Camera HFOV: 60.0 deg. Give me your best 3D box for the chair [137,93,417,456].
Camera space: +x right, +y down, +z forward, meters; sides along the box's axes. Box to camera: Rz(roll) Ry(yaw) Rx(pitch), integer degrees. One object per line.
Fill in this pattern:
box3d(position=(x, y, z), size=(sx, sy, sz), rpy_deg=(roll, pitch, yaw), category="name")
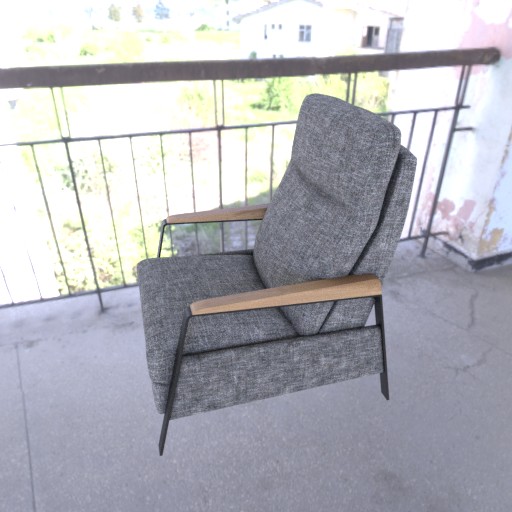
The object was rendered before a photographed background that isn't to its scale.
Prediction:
box3d(position=(0.000, 0.000, 1.615), size=(0.868, 1.042, 0.671), rpy_deg=(-8, 31, -14), category="chair")
